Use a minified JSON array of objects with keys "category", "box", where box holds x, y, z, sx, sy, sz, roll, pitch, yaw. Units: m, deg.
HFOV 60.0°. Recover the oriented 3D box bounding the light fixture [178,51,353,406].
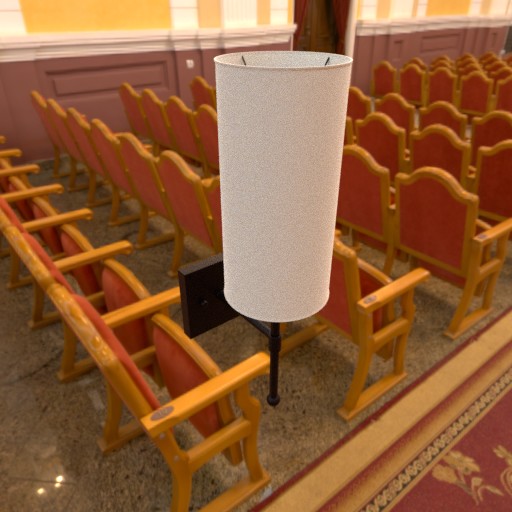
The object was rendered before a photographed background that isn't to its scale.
[{"category":"light fixture","box":[0.000,0.000,0.555,0.128,0.462,0.208,-22,37,-33]}]
